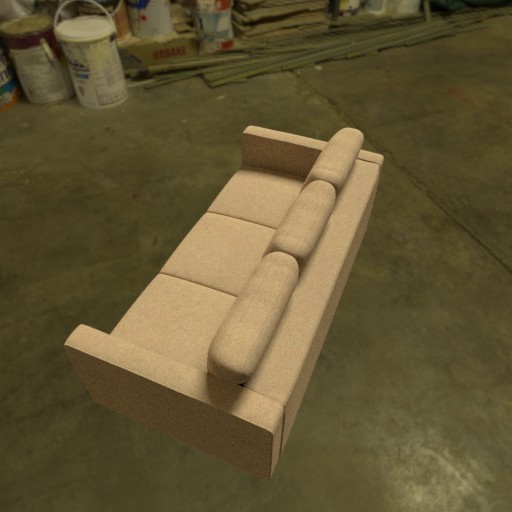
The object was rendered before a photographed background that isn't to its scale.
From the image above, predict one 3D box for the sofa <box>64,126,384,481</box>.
[{"bbox_3d":[0.000,0.000,2.374,0.930,0.800,1.855,17,48,16],"label":"sofa"}]
